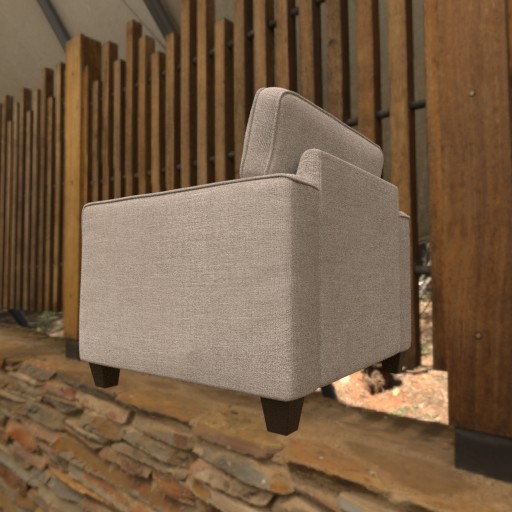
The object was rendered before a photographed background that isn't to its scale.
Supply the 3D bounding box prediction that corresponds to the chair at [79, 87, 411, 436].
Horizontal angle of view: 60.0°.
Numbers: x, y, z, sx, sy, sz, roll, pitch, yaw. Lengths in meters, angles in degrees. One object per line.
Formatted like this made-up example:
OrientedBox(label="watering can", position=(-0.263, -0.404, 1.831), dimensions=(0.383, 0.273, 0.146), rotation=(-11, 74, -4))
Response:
OrientedBox(label="chair", position=(0.000, 0.000, 1.763), dimensions=(0.939, 0.965, 1.015), rotation=(-2, -3, 36))
